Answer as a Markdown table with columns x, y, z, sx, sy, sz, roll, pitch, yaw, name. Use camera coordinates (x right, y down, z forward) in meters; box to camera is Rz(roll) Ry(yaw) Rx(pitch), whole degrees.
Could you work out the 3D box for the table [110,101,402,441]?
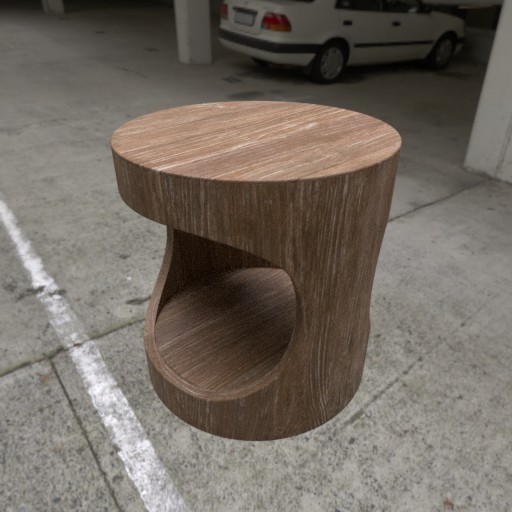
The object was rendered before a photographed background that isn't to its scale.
| x | y | z | sx | sy | sz | roll | pitch | yaw | name |
| --- | --- | --- | --- | --- | --- | --- | --- | --- | --- |
| 0.000 | 0.000 | 0.973 | 0.527 | 0.551 | 0.527 | 0 | 31 | 0 | table |
